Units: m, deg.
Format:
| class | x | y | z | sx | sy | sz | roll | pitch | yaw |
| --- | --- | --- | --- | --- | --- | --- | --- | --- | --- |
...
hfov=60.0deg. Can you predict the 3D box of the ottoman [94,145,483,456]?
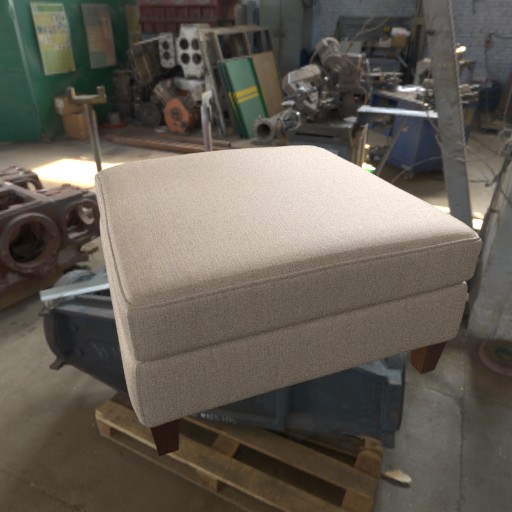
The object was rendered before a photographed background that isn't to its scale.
| class | x | y | z | sx | sy | sz | roll | pitch | yaw |
| --- | --- | --- | --- | --- | --- | --- | --- | --- | --- |
| ottoman | 0.000 | 0.000 | 1.308 | 0.838 | 0.481 | 0.838 | -11 | 31 | -18 |
